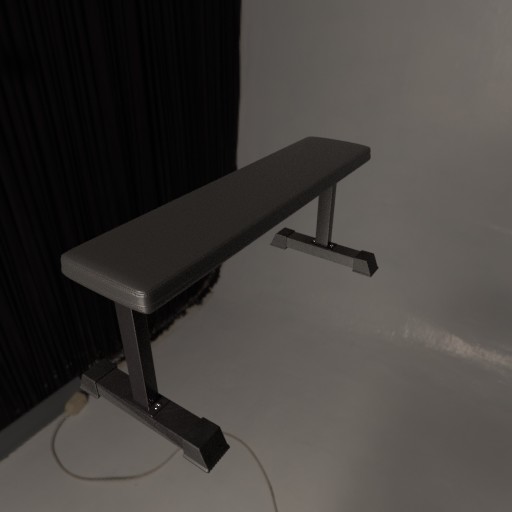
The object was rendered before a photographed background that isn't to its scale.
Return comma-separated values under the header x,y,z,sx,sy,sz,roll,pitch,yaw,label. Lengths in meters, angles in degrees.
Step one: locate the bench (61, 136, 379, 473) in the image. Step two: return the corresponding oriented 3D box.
x,y,z,sx,sy,sz,roll,pitch,yaw,label
0.000,0.000,1.310,0.439,0.453,1.072,19,35,29,bench
